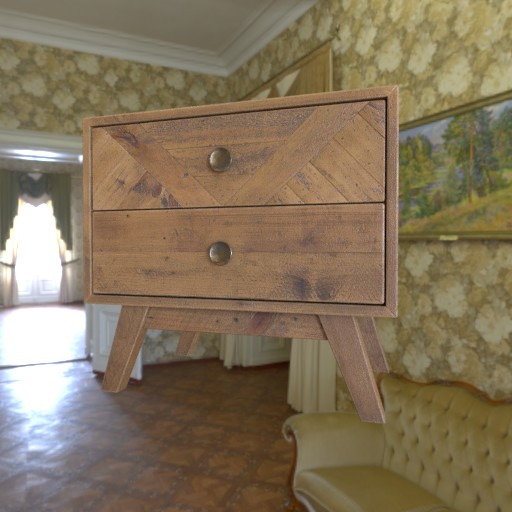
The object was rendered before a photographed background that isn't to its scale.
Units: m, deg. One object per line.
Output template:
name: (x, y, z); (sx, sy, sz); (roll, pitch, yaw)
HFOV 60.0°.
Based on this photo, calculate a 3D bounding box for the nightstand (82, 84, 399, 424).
nightstand: (0.000, 0.000, 1.066); (0.650, 0.599, 0.450); (0, 1, 18)
